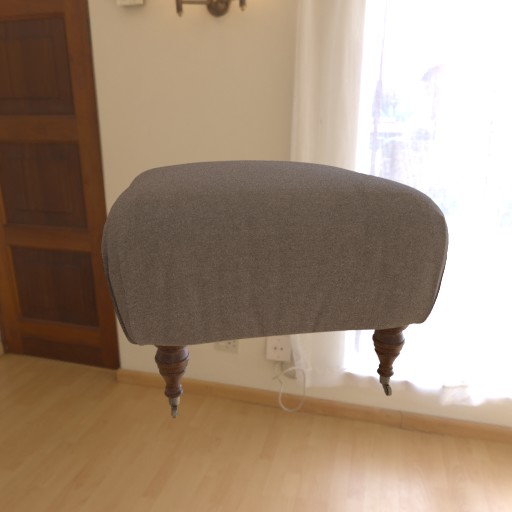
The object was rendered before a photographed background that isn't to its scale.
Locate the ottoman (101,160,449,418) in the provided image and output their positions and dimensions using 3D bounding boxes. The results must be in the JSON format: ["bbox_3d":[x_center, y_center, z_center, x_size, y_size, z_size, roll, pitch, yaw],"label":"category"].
[{"bbox_3d":[0.000,0.000,1.097,0.622,0.450,0.747,-3,16,-9],"label":"ottoman"}]
